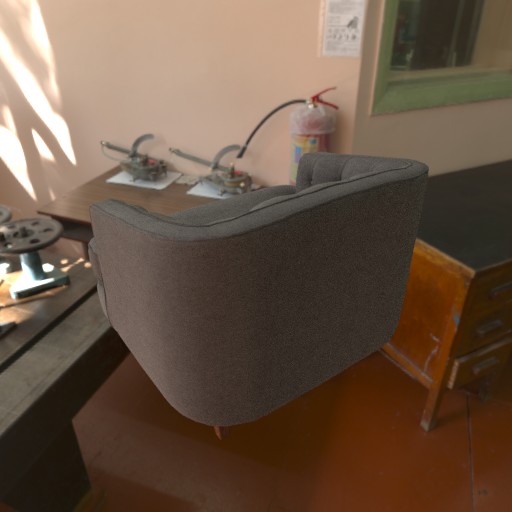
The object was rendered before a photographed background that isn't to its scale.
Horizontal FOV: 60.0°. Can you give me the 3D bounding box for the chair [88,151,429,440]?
[{"bbox_3d":[0.000,0.000,1.784,1.104,0.852,0.941,-20,36,-30],"label":"chair"}]
